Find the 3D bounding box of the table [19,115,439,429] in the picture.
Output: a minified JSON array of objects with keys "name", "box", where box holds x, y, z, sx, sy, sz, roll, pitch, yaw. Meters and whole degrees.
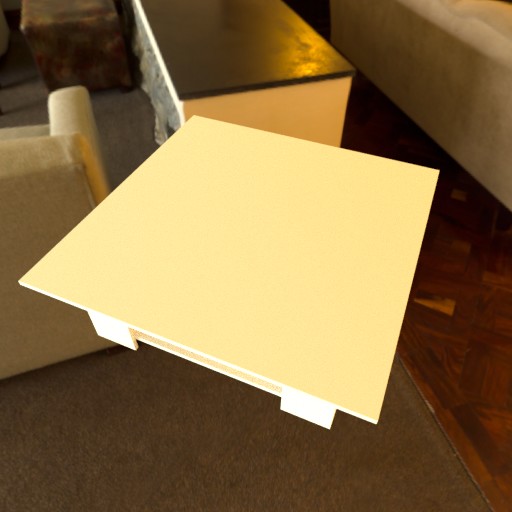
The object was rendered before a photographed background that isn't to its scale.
[{"name":"table","box":[0.000,0.000,1.361,0.890,0.305,0.890,17,48,16]}]
